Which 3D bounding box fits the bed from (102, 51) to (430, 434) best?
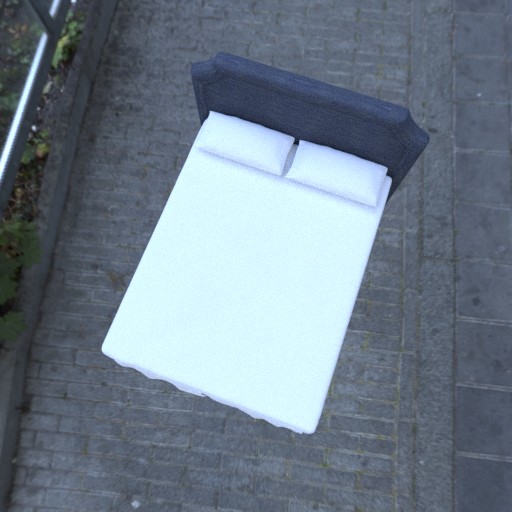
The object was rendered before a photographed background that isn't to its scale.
[{"bbox_3d":[0.000,0.000,3.137,1.693,1.290,2.116,19,75,6],"label":"bed"}]
